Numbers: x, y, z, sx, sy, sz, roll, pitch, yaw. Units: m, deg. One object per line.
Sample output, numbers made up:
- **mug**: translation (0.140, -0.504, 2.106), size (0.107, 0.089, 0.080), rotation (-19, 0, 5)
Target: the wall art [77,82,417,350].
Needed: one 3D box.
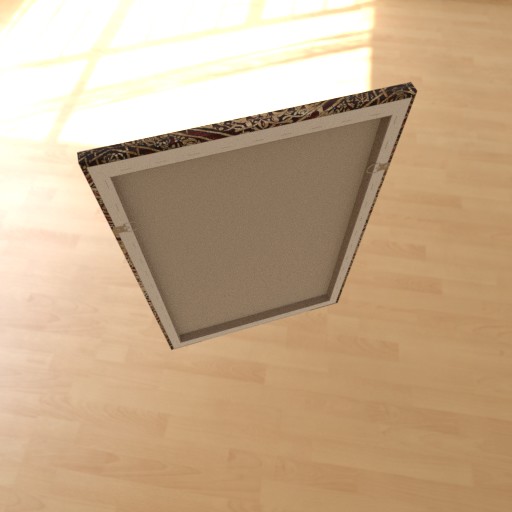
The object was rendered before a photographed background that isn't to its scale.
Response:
- **wall art**: translation (0.000, 0.000, 0.759), size (0.397, 0.599, 0.020), rotation (-15, 60, -8)
